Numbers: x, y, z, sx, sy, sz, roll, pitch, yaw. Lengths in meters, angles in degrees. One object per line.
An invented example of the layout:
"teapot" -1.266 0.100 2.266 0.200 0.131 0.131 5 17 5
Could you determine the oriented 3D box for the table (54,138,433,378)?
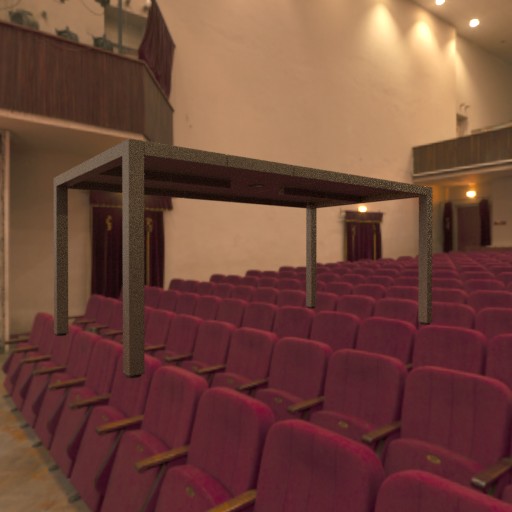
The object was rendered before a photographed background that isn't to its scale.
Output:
"table" 0.000 0.000 2.219 1.680 0.735 0.914 0 1 -38
